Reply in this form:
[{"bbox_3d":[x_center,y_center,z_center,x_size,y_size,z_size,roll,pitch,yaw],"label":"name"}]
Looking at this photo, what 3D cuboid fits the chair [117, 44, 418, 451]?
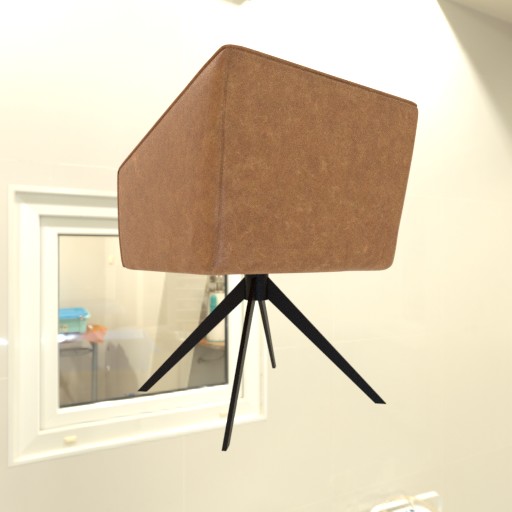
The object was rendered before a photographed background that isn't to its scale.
[{"bbox_3d":[0.000,0.000,1.198,0.588,0.760,0.625,0,0,-35],"label":"chair"}]
